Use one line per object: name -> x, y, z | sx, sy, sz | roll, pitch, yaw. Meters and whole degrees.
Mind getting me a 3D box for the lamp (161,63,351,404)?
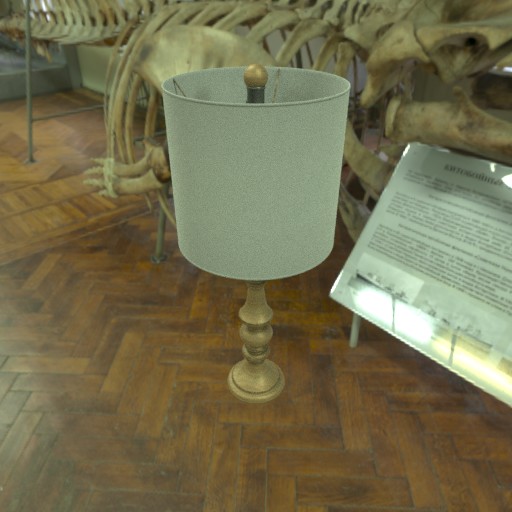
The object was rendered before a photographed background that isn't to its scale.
lamp -> 0.000, 0.000, 0.742 | 0.250, 0.597, 0.250 | 9, 33, 15
